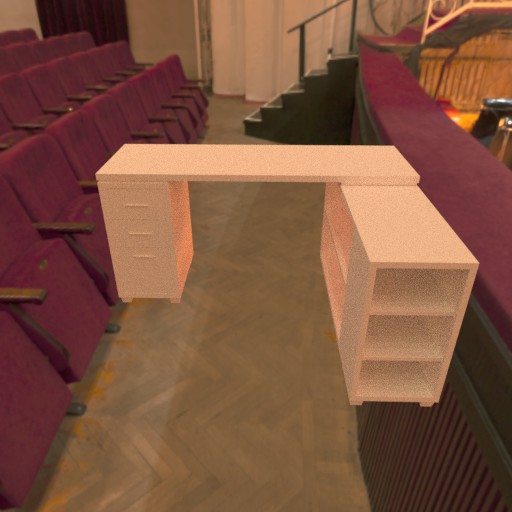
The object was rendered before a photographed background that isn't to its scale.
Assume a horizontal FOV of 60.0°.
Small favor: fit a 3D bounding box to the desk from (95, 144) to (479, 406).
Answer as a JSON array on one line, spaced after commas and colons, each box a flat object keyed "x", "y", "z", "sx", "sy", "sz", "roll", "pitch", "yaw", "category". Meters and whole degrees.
[{"x": 0.000, "y": 0.000, "z": 2.182, "sx": 1.524, "sy": 0.759, "sz": 1.199, "roll": 1, "pitch": 30, "yaw": 1, "category": "desk"}]
